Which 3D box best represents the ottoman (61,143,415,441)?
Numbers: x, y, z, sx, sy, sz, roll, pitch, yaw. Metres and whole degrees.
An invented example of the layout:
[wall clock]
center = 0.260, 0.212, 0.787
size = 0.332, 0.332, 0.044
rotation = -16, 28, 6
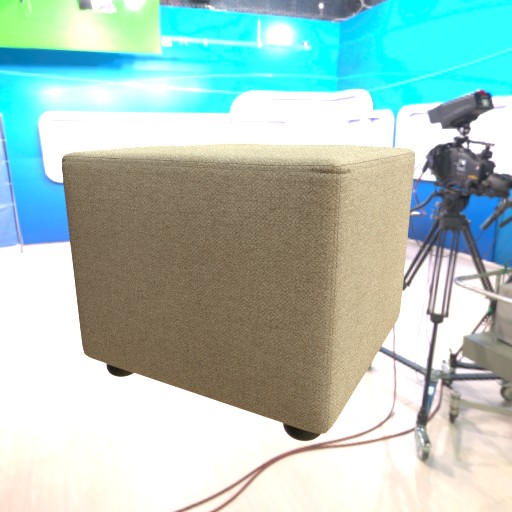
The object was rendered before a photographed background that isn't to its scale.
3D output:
[ottoman]
center = 0.000, 0.000, 0.887
size = 0.508, 0.432, 0.508
rotation = 8, 17, 28
